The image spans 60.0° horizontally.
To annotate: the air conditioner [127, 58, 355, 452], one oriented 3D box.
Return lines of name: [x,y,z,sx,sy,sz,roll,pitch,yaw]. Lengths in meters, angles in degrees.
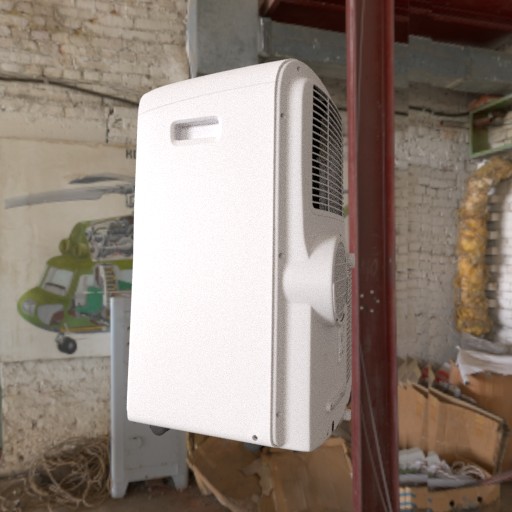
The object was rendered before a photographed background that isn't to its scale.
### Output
air conditioner: [0.000,0.000,1.064,0.467,0.765,0.478,0,1,20]
